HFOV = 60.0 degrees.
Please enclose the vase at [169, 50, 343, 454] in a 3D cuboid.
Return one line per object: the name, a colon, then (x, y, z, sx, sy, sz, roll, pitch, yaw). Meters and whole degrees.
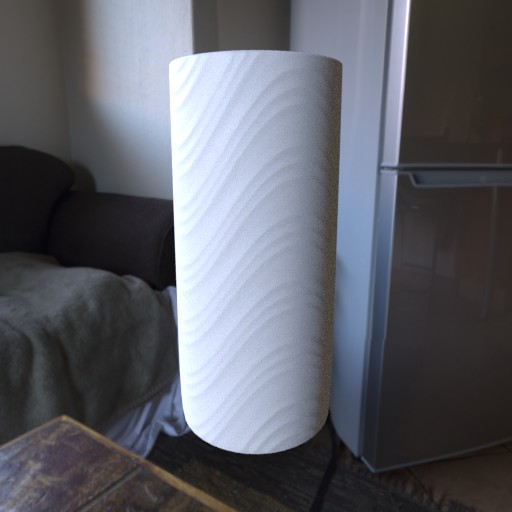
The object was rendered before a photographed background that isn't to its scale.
vase: (0.000, 0.000, 0.397, 0.143, 0.316, 0.143, 0, 15, 0)
